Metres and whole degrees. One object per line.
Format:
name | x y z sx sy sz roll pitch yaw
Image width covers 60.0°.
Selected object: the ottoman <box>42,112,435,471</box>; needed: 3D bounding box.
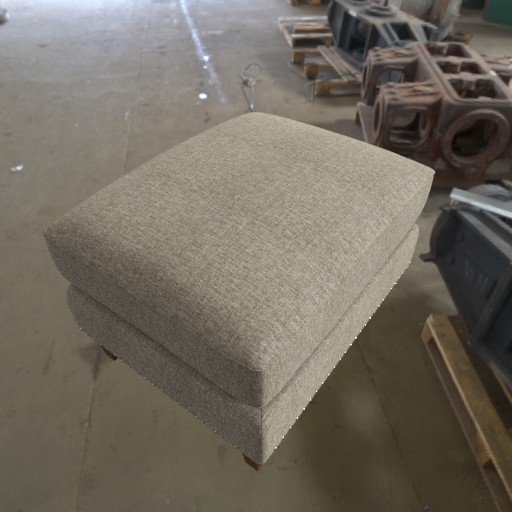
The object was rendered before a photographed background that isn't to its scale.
ottoman | 0.000 0.000 1.115 0.584 0.513 0.741 27 48 27
